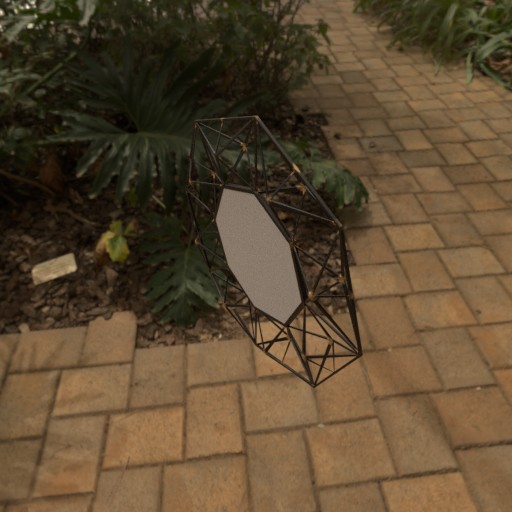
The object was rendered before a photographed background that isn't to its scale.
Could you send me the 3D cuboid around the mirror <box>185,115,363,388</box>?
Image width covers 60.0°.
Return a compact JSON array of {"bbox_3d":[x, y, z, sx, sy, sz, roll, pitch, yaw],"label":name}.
[{"bbox_3d":[0.000,0.000,1.074,0.094,0.710,0.710,-25,48,-25],"label":"mirror"}]
